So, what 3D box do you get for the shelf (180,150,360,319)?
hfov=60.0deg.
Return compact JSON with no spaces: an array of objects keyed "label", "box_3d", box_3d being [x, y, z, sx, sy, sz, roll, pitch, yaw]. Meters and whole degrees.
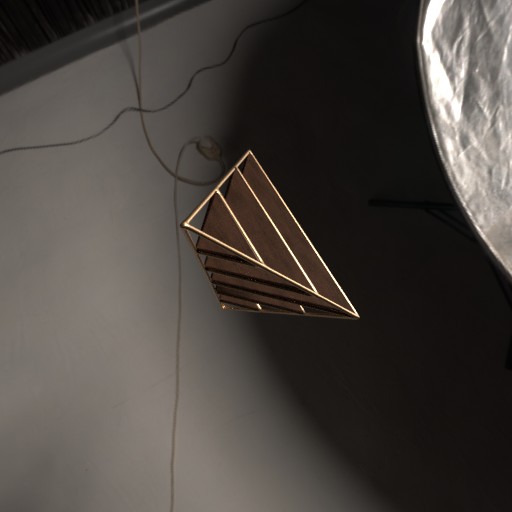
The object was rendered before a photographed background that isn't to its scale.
[{"label":"shelf","box_3d":[0.000,0.000,1.195,0.294,0.913,0.564,-30,77,-8]}]
